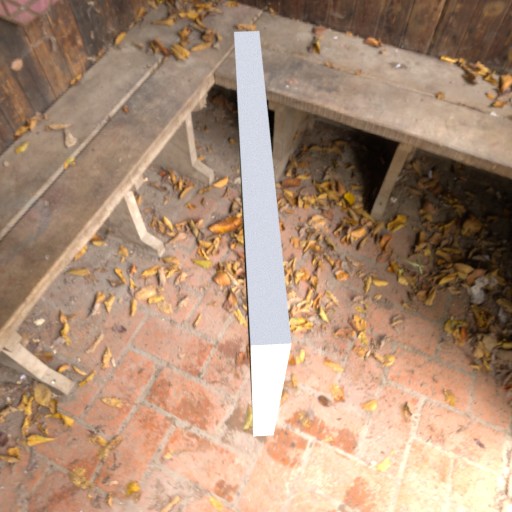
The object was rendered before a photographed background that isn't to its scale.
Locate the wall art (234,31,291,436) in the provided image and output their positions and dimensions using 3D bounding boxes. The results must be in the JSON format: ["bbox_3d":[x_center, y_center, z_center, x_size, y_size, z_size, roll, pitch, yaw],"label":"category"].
[{"bbox_3d":[0.000,0.000,0.540,0.027,0.355,0.355,-3,59,-2],"label":"wall art"}]
